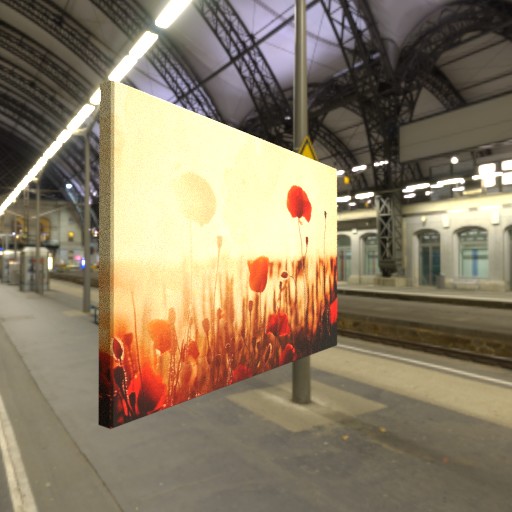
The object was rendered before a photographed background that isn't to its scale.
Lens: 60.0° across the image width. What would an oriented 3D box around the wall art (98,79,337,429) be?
[{"bbox_3d":[0.000,0.000,1.146,0.038,0.602,0.918,0,-1,35],"label":"wall art"}]
